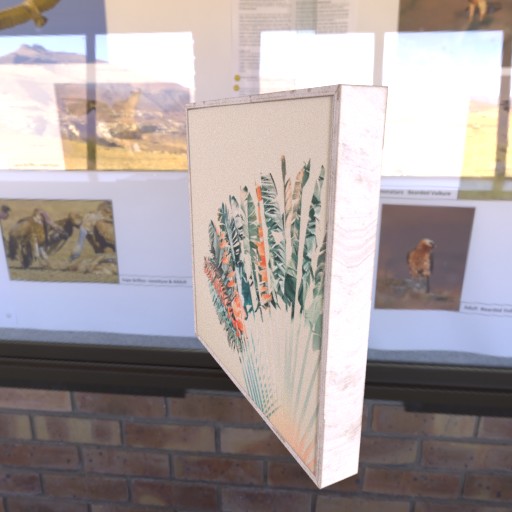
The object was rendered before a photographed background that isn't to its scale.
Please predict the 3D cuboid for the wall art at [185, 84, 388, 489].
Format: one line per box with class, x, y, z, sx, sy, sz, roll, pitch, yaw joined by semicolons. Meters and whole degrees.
wall art;0.000;0.000;0.450;0.038;0.303;0.305;-8;18;-25
